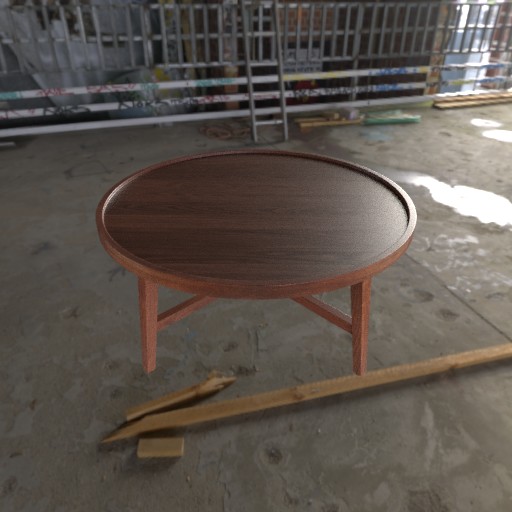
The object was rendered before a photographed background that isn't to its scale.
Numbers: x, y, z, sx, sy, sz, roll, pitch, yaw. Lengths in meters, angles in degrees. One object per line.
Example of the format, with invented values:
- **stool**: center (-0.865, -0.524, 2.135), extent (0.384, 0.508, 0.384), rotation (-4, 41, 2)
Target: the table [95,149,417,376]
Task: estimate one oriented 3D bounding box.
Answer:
- **table**: center (0.000, 0.000, 1.249), extent (0.800, 0.360, 0.800), rotation (0, 31, 0)
